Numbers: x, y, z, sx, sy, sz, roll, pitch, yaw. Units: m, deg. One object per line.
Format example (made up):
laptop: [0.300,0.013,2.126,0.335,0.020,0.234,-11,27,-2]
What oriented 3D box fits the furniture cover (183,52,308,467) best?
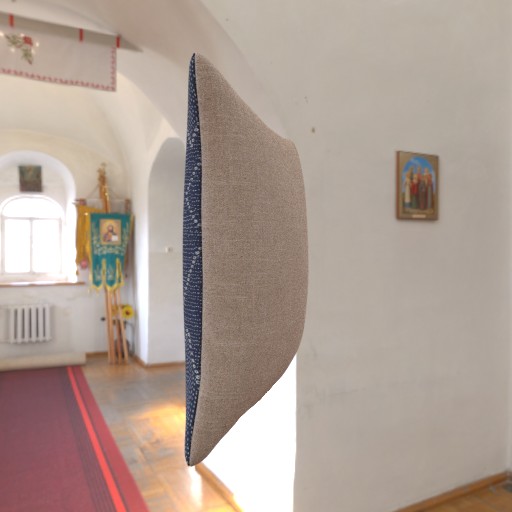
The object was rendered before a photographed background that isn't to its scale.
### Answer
furniture cover: [0.000,0.000,0.772,0.162,0.503,0.511,0,1,18]
